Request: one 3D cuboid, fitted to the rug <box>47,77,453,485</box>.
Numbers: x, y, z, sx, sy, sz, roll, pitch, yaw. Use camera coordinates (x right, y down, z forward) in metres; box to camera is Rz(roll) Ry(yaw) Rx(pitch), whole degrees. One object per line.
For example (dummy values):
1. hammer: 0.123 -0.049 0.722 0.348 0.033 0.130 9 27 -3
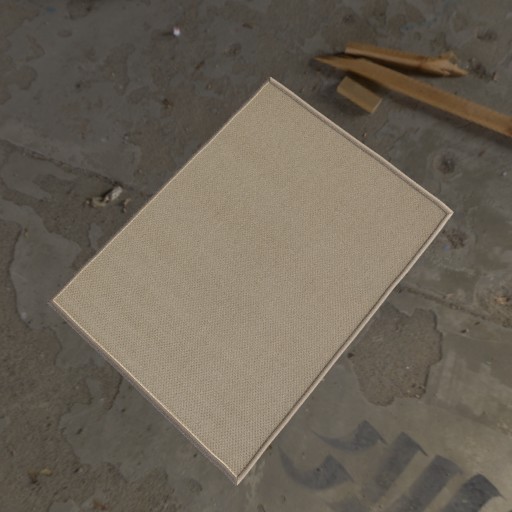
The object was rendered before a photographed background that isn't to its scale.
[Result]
1. rug: 0.000 0.000 2.718 1.525 0.020 2.081 40 79 10
